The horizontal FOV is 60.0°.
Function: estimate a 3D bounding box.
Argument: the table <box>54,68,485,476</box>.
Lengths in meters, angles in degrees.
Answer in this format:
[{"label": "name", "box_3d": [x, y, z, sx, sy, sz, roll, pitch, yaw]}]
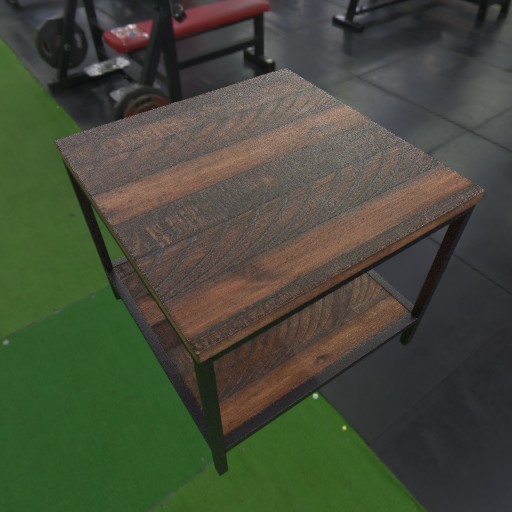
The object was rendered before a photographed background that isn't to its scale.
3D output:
[{"label": "table", "box_3d": [0.000, 0.000, 0.963, 0.548, 0.482, 0.553, -27, 53, -23]}]
